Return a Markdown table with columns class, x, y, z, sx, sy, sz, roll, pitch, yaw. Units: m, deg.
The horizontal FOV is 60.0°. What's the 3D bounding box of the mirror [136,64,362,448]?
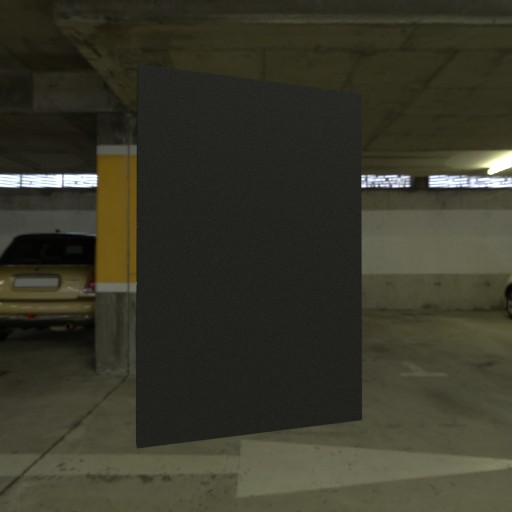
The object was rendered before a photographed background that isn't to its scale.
| class | x | y | z | sx | sy | sz | roll | pitch | yaw |
| --- | --- | --- | --- | --- | --- | --- | --- | --- | --- |
| mirror | 0.000 | 0.000 | 1.165 | 0.606 | 0.912 | 0.044 | 0 | -1 | -18 |
